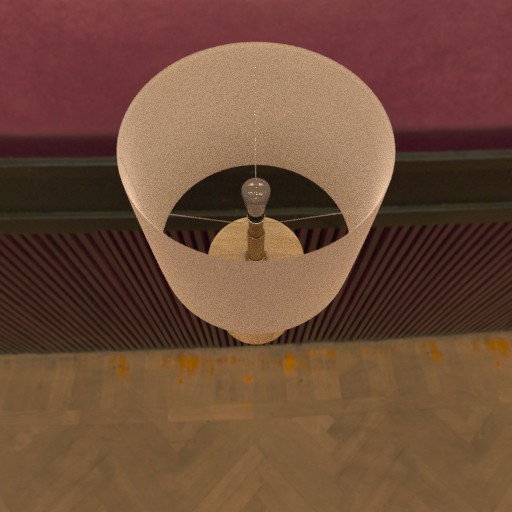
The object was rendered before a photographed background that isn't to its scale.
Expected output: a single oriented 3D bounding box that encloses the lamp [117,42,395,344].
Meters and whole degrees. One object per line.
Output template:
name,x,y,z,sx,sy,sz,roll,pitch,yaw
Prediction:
lamp,0.000,0.000,0.562,0.228,0.444,0.228,-1,64,0
